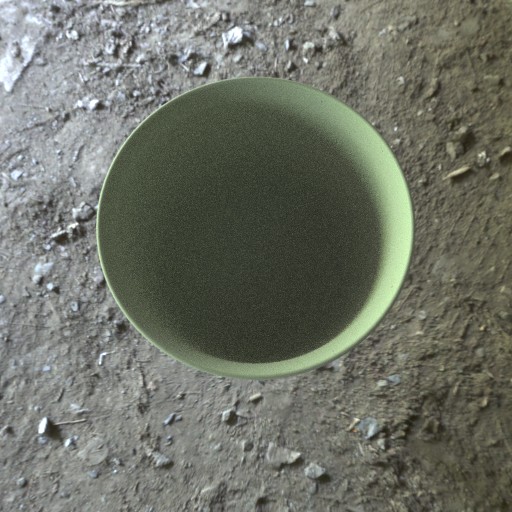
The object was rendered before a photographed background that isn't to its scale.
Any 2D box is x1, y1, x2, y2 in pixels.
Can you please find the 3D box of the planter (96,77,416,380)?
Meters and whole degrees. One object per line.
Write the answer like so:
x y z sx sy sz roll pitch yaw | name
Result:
0.000 0.000 0.386 0.204 0.214 0.204 0 76 0 | planter
